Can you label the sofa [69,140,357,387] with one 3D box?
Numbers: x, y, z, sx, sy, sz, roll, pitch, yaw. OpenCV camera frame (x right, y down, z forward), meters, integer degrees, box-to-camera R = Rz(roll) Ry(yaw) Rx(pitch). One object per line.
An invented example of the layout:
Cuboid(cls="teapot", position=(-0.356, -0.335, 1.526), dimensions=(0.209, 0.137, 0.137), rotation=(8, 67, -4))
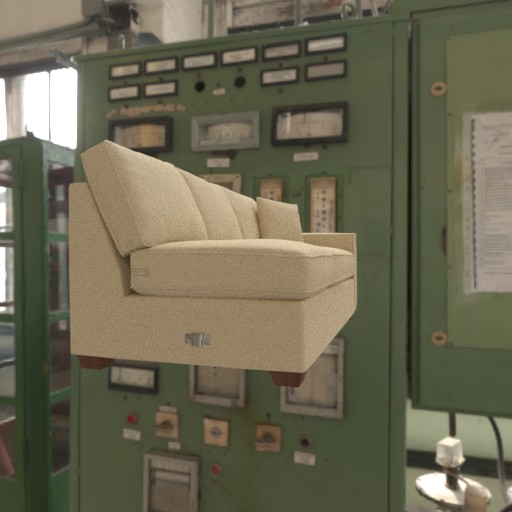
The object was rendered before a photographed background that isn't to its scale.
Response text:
Cuboid(cls="sofa", position=(0.000, 0.000, 2.596), dimensions=(1.034, 0.946, 1.963), rotation=(0, 0, 18))
